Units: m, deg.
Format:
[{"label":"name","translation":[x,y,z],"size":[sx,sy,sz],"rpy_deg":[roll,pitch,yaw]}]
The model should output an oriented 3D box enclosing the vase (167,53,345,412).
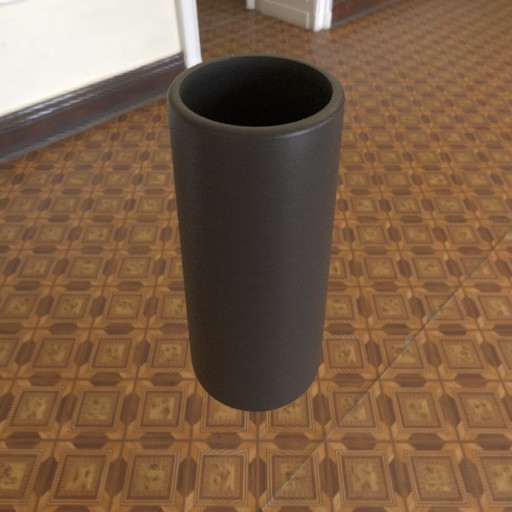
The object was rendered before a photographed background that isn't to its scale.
[{"label":"vase","translation":[0.000,0.000,0.367],"size":[0.136,0.289,0.136],"rpy_deg":[-24,51,-22]}]
